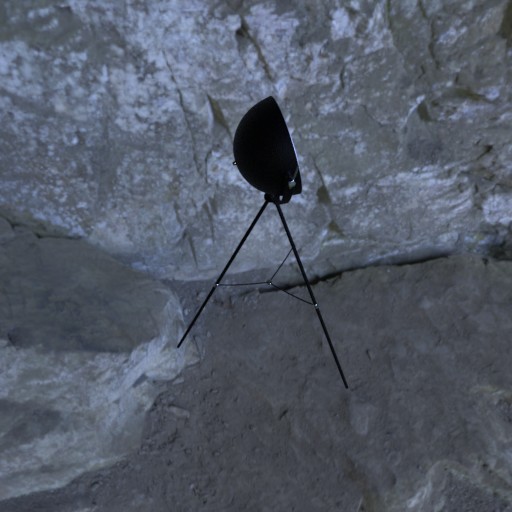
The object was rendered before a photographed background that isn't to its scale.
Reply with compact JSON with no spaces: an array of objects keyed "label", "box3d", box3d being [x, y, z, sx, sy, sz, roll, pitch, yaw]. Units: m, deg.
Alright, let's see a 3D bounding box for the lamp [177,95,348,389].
[{"label":"lamp","box3d":[0.000,0.000,2.093,0.920,1.512,0.817,-11,47,-10]}]
